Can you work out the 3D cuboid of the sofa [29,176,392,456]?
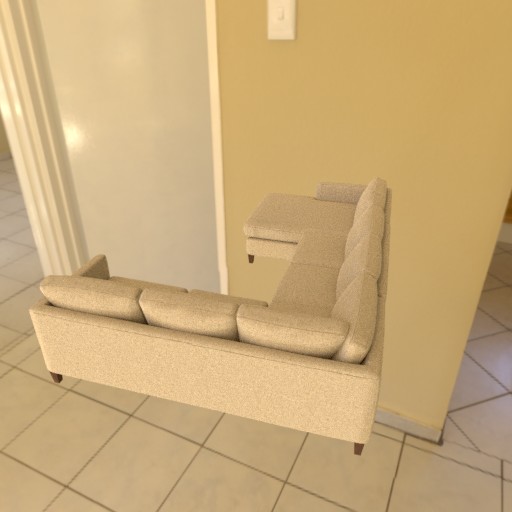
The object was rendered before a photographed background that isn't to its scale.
[{"bbox_3d":[0.000,0.000,4.539,2.593,0.959,3.460,8,30,14],"label":"sofa"}]
